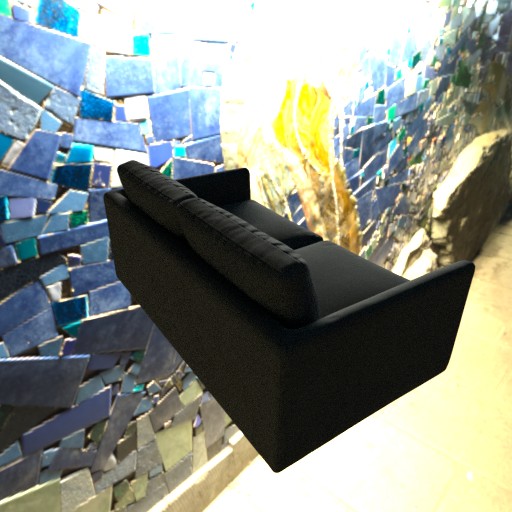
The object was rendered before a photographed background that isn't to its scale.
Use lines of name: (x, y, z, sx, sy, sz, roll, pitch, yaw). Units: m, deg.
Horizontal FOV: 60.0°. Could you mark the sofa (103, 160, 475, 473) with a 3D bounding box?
sofa: (0.000, 0.000, 2.486, 1.091, 0.845, 1.909, -17, 31, -30)
